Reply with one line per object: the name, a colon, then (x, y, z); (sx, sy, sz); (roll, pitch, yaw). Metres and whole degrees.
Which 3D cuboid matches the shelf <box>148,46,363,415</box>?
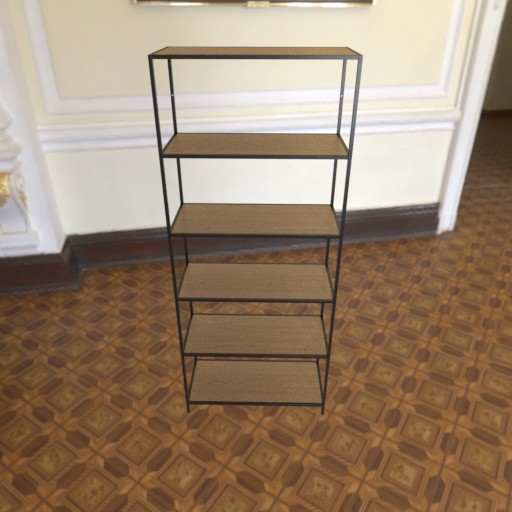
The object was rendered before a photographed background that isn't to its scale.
shelf: (0.000, 0.000, 2.192); (0.770, 1.850, 0.350); (1, 30, 1)
